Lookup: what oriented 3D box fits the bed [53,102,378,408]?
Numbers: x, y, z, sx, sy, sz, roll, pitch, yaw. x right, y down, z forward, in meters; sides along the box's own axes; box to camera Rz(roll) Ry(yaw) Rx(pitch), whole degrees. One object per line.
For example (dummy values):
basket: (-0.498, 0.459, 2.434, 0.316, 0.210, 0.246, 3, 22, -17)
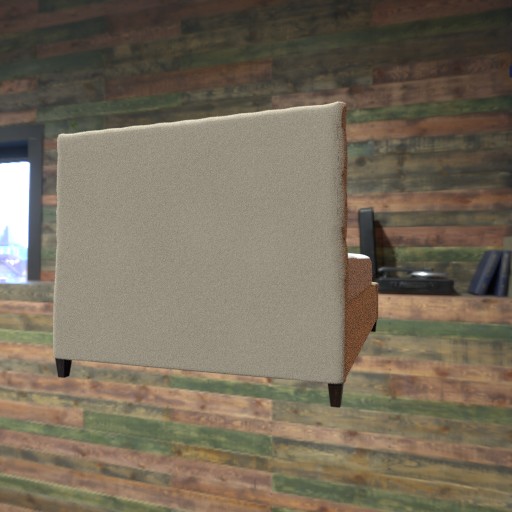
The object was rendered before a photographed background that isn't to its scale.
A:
bed: (0.000, 0.000, 3.420, 1.698, 1.427, 2.387, 0, -1, 19)
